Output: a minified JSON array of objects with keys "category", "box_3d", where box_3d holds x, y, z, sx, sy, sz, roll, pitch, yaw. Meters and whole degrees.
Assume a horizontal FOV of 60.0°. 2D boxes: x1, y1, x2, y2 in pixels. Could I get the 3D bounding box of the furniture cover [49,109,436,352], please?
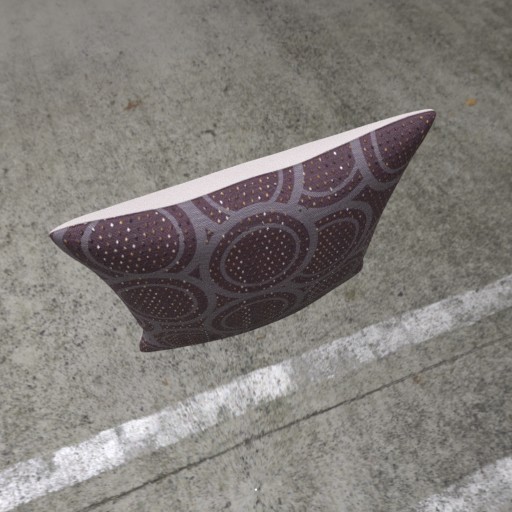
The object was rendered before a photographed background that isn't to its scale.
[{"category":"furniture cover","box_3d":[0.000,0.000,0.806,0.552,0.509,0.193,-20,64,-10]}]
